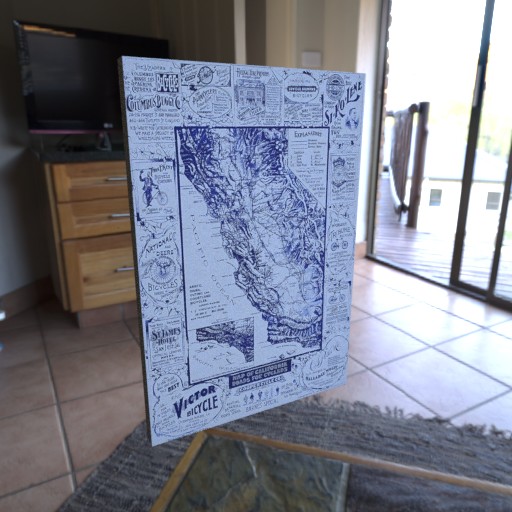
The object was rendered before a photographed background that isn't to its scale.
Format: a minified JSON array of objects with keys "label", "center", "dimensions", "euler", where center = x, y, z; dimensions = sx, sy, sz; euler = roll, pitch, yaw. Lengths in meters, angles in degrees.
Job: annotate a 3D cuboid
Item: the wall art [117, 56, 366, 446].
[{"label":"wall art","center":[0.000,0.000,0.953],"dimensions":[0.511,0.753,0.039],"euler":[-8,18,-26]}]
